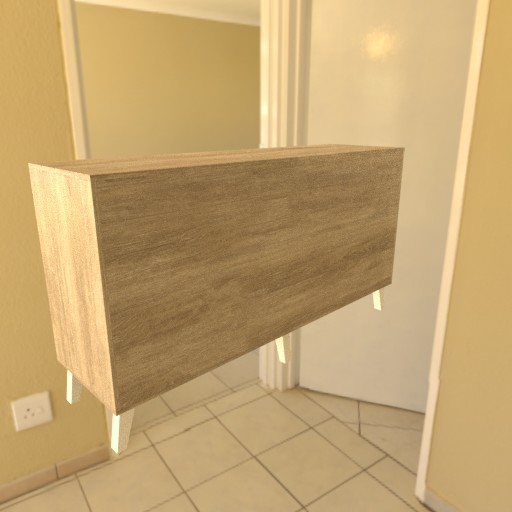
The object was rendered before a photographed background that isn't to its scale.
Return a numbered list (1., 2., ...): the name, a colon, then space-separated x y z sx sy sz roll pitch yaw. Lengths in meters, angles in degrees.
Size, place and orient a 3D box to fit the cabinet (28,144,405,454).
1. cabinet: 0.000 0.000 1.928 1.600 0.870 0.450 -16 23 -42
